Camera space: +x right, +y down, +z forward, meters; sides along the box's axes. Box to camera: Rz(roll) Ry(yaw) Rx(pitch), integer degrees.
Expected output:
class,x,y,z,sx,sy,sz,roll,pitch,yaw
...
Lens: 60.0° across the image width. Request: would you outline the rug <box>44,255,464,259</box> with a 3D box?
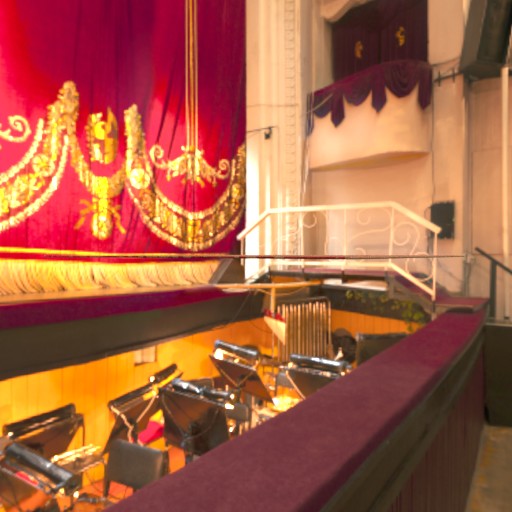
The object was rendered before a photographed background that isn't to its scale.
class,x,y,z,sx,sy,sz,roll,pitch,yaw
rug,0.000,0.000,4.118,3.095,0.016,2.441,0,0,38
